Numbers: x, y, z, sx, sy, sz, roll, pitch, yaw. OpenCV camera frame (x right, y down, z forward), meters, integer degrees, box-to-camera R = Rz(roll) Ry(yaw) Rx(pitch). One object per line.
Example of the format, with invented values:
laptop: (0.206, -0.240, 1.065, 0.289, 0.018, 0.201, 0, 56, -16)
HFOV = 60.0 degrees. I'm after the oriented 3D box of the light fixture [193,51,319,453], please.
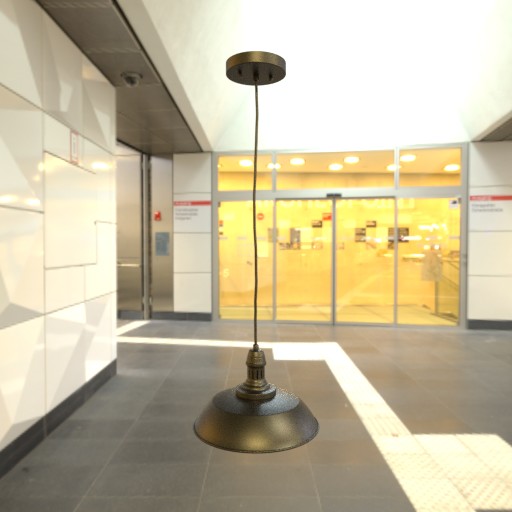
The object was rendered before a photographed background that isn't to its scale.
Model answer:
light fixture: (0.000, 0.000, 1.158, 0.331, 0.993, 0.331, 0, 1, -19)
